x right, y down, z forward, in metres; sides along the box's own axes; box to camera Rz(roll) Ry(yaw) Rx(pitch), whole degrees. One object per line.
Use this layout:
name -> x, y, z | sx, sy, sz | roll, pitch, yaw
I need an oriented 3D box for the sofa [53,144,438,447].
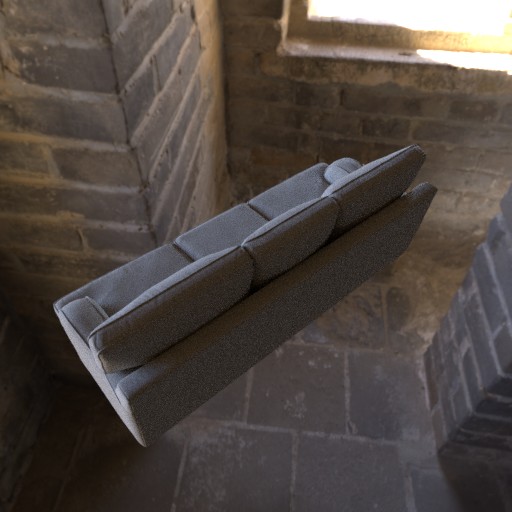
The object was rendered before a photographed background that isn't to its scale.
sofa -> 0.000, 0.000, 2.825 | 2.323, 0.997, 1.016 | -31, 53, -28
